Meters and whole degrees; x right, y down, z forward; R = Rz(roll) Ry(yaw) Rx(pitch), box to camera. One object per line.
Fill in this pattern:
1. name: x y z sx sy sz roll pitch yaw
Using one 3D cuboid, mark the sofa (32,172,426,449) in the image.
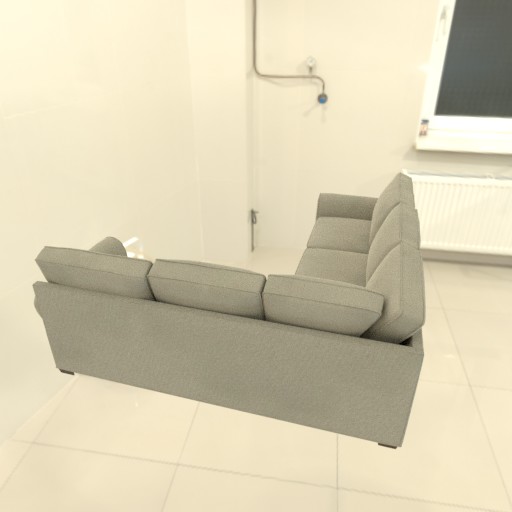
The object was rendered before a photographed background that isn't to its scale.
1. sofa: 0.000 0.000 3.809 2.562 1.053 2.487 8 31 14
